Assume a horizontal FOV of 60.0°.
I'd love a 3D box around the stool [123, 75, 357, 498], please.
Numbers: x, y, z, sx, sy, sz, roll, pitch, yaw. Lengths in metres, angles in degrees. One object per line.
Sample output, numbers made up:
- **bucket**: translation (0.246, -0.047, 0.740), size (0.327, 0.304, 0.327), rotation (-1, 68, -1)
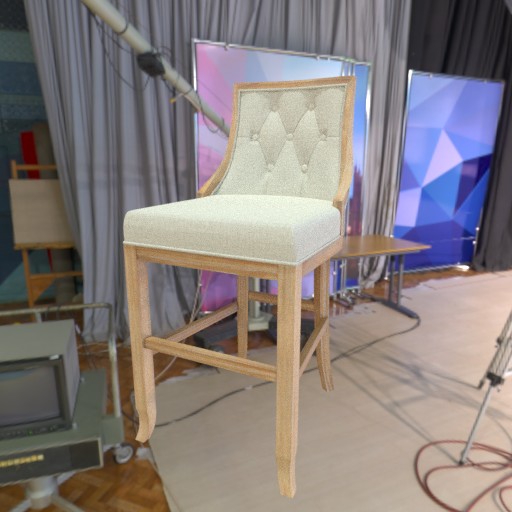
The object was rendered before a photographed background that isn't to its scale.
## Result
- **stool**: translation (0.000, 0.000, 1.397), size (0.524, 1.101, 0.626), rotation (7, 16, 26)
